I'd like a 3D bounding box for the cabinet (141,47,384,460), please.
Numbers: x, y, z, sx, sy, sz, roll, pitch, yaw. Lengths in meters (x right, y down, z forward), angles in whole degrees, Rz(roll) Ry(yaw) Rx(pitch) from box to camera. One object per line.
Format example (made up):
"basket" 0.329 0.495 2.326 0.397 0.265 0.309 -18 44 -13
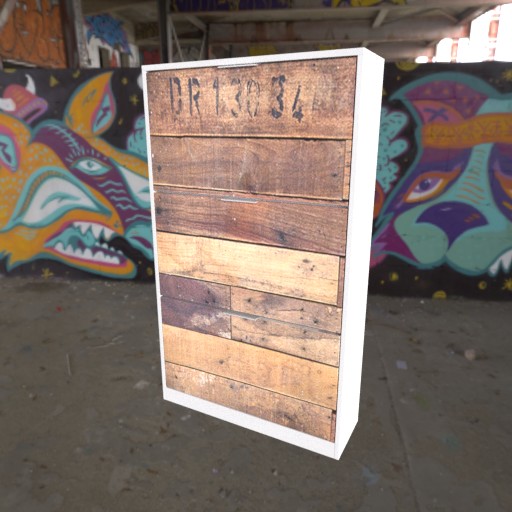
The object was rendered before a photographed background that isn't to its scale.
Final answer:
"cabinet" 0.000 0.000 1.585 0.750 1.280 0.250 8 18 27
